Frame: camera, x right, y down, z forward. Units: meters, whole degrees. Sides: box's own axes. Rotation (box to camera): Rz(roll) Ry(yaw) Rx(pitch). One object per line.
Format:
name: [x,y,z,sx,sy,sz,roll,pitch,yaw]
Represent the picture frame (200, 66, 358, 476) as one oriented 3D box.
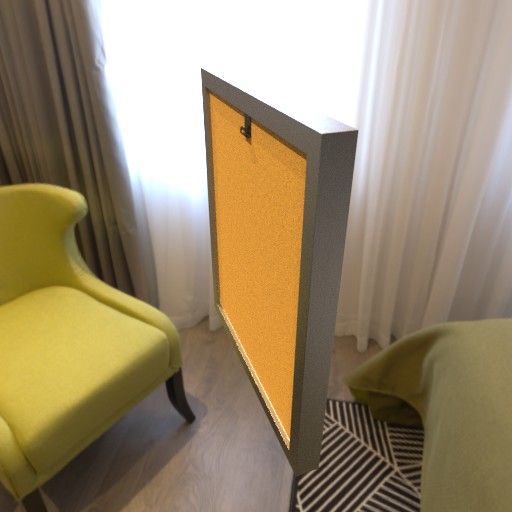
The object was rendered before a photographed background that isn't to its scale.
picture frame: [0.000,0.000,1.352,0.073,0.968,0.839,-11,32,-17]
